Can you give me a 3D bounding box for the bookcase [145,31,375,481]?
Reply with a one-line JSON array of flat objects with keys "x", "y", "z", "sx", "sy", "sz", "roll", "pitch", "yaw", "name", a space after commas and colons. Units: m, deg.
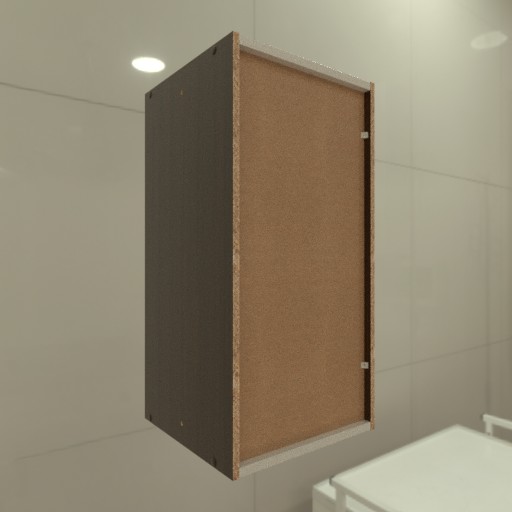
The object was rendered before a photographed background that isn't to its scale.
[{"x": 0.000, "y": 0.000, "z": 0.795, "sx": 0.300, "sy": 0.600, "sz": 0.290, "roll": 0, "pitch": 0, "yaw": -37, "name": "bookcase"}]
